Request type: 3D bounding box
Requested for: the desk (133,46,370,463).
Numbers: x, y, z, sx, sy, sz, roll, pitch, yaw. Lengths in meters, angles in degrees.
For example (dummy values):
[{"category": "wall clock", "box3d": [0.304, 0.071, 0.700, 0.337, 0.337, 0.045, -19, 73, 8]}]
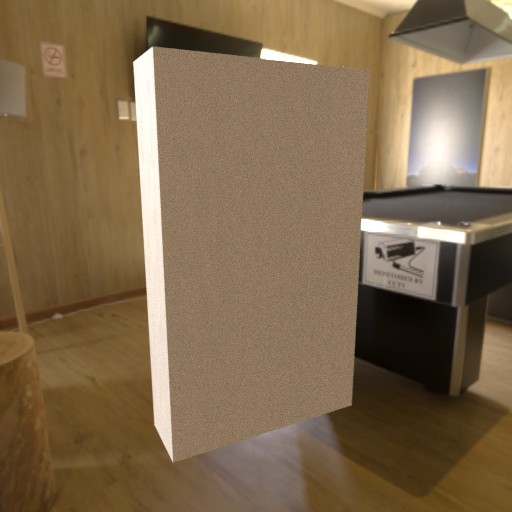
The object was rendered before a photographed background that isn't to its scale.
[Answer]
[{"category": "desk", "box3d": [0.000, 0.000, 1.603, 0.750, 1.280, 0.250, -7, 15, -27]}]
